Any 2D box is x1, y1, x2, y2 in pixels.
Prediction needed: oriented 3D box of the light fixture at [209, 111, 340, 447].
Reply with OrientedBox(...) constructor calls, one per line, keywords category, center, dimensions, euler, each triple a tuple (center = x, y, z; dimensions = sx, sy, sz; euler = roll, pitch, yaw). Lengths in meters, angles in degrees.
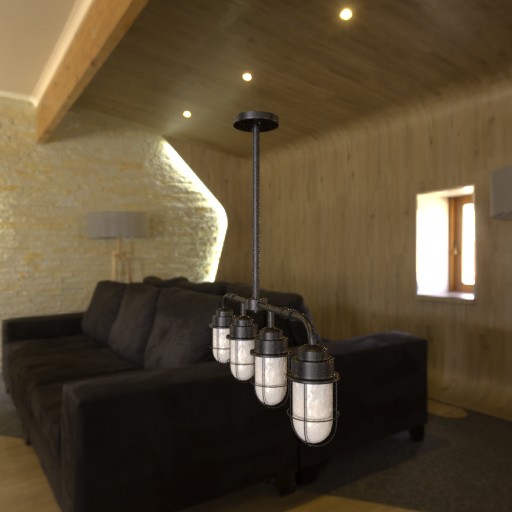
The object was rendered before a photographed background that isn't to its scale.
OrientedBox(category="light fixture", center=(0.000, 0.000, 1.262), dimensions=(0.131, 0.785, 0.852), euler=(0, -1, -18))
